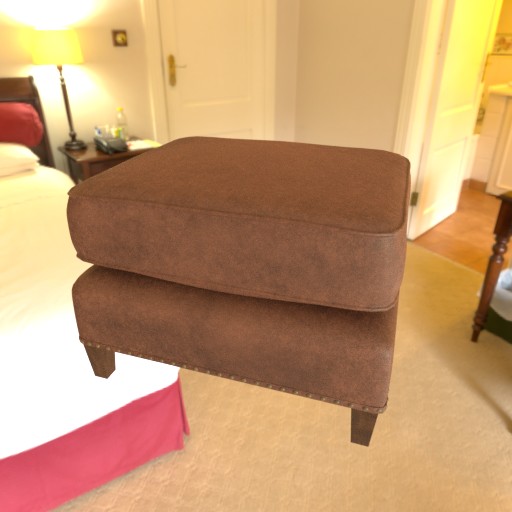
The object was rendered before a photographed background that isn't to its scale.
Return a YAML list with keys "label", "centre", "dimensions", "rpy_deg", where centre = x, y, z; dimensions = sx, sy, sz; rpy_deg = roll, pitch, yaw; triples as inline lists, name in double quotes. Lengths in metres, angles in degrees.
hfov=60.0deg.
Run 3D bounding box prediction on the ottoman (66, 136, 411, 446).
- label: "ottoman"
  centre: [0.000, 0.000, 1.154]
  dimensions: [0.738, 0.537, 0.589]
  rpy_deg: [9, 28, 16]
